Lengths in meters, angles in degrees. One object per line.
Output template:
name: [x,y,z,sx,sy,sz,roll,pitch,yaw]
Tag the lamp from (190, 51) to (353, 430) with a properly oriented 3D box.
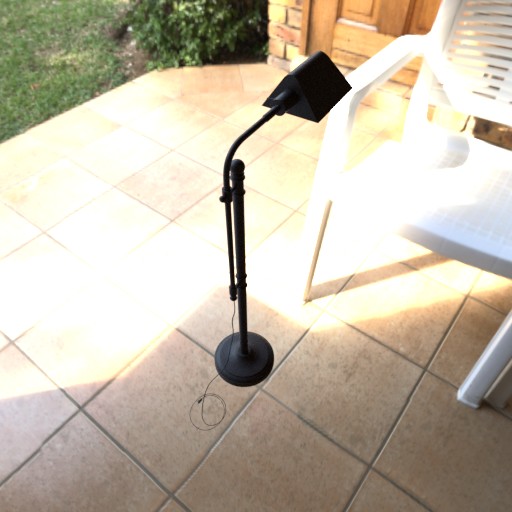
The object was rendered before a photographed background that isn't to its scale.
lamp: [0.000,0.000,0.958,0.159,0.708,0.545,25,52,21]
